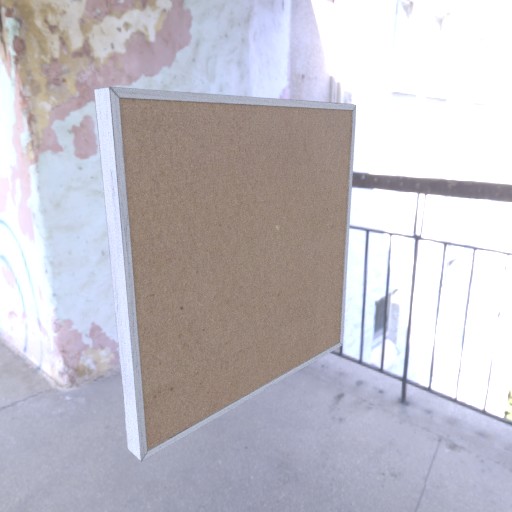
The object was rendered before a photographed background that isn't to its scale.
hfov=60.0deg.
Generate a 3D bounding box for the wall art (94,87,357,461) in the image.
[{"bbox_3d":[0.000,0.000,0.756,0.038,0.508,0.508,15,22,43],"label":"wall art"}]
